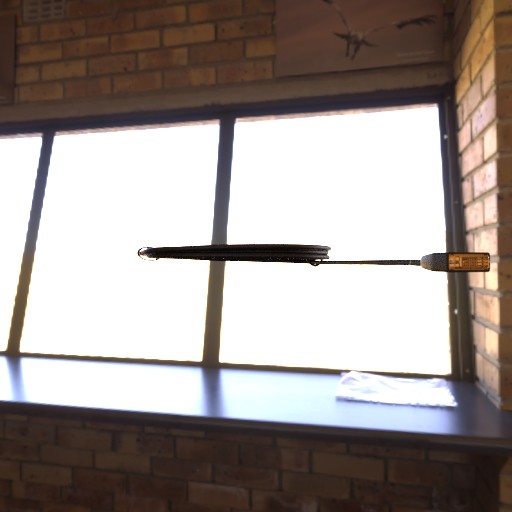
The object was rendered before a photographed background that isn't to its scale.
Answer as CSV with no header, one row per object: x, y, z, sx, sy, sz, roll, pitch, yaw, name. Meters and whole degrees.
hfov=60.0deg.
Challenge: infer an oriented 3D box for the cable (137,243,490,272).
0.000,0.000,0.506,0.257,0.030,0.422,0,-1,-19,cable
